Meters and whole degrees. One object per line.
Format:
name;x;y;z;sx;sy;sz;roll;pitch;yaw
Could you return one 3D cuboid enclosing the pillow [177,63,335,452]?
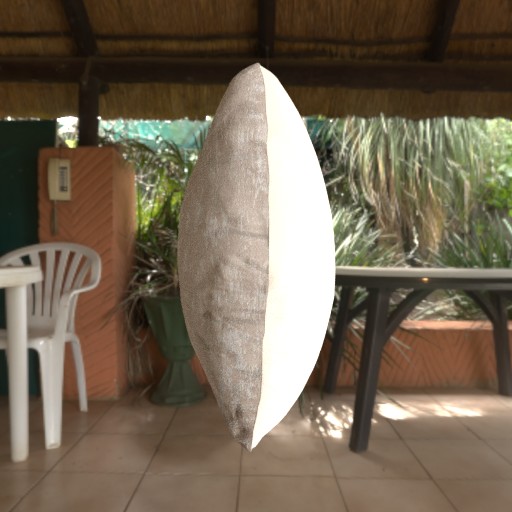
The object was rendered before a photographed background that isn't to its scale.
pillow;0.000;0.000;0.726;0.245;0.448;0.450;0;0;-1
